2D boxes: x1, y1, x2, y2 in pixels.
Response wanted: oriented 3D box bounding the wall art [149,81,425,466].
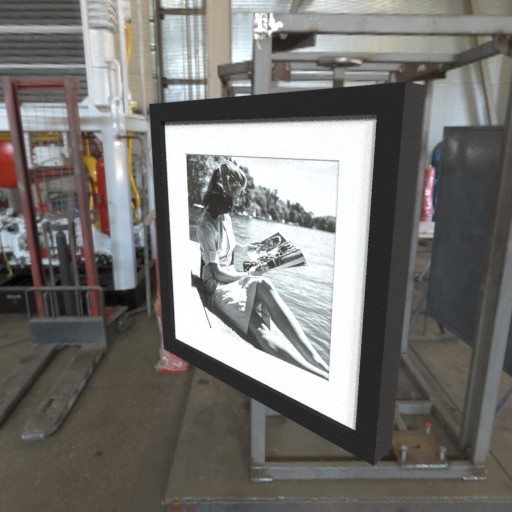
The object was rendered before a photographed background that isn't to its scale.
[{"bbox_3d":[0.000,0.000,0.449,0.308,0.305,0.030,14,21,42],"label":"wall art"}]
